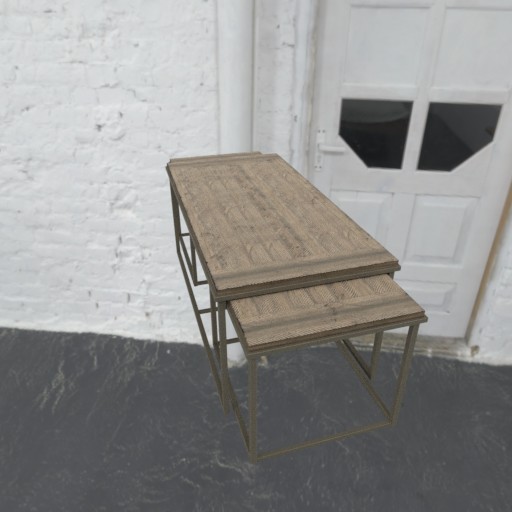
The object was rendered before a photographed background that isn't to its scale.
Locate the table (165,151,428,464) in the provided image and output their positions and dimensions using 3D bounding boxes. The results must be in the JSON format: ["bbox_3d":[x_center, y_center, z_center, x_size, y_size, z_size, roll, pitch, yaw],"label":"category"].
[{"bbox_3d":[0.000,0.000,1.585,0.489,0.427,1.312,-8,31,-14],"label":"table"}]
